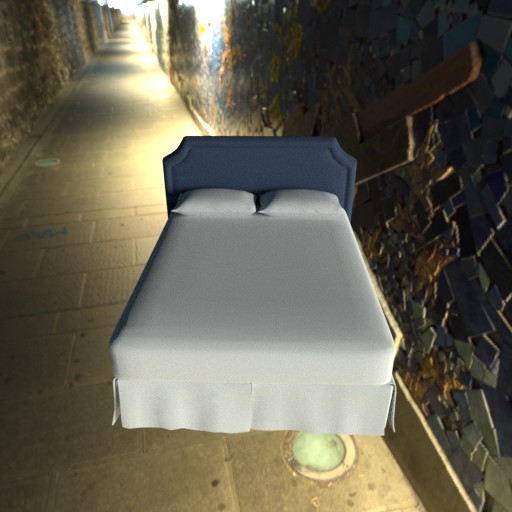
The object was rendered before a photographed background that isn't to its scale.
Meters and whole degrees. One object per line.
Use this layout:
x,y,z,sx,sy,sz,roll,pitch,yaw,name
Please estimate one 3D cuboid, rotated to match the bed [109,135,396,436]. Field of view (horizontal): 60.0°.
0.000,0.000,3.414,1.831,1.297,2.260,1,29,1,bed
